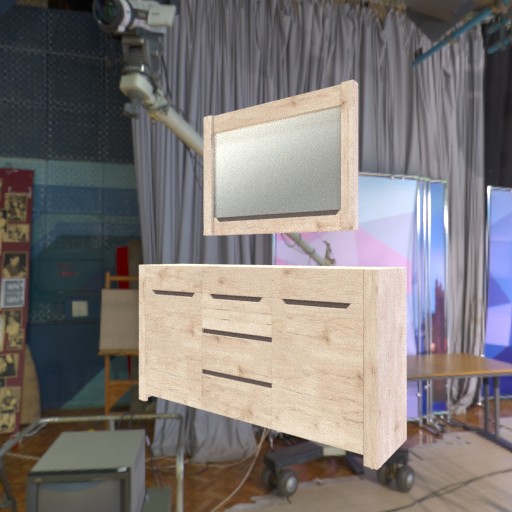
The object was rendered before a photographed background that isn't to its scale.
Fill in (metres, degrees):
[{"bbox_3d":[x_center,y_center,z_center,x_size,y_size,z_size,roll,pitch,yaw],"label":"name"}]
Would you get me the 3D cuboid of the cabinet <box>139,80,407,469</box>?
[{"bbox_3d":[0.000,0.000,2.713,1.700,1.981,0.420,0,0,36],"label":"cabinet"}]
